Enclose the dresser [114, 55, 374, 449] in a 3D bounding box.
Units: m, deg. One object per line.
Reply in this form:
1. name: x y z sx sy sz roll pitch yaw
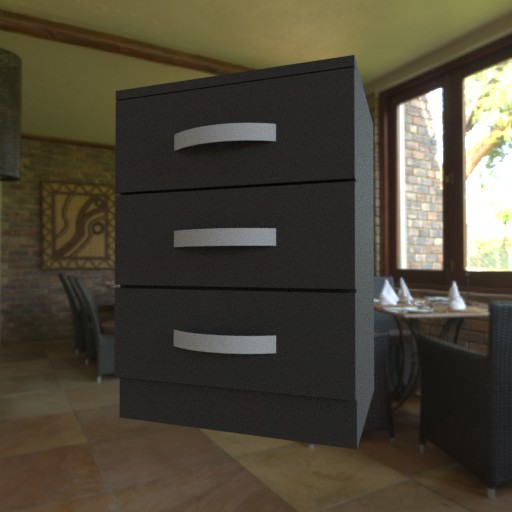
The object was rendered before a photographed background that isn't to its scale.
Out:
1. dresser: 0.000 0.000 0.830 0.400 0.560 0.360 0 -1 19
